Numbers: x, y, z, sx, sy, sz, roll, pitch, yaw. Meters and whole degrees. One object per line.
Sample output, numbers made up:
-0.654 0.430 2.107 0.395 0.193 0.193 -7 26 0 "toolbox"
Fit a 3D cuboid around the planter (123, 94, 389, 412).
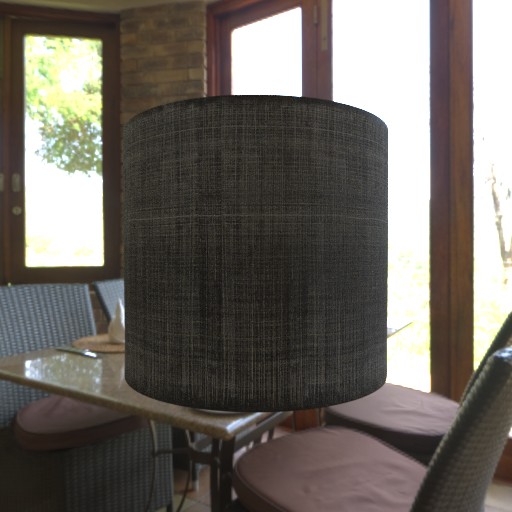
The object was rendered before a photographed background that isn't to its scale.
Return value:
0.000 0.000 0.385 0.221 0.201 0.221 0 0 0 "planter"
